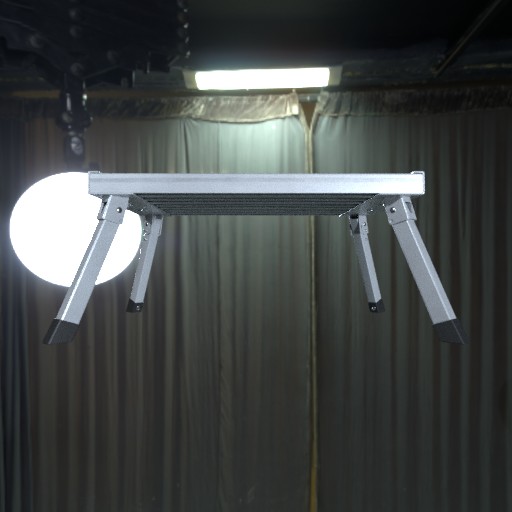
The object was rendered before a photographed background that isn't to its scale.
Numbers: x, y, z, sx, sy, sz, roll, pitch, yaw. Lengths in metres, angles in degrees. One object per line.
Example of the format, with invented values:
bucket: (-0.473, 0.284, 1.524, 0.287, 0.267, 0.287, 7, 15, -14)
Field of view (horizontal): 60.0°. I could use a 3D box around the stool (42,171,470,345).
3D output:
stool: (0.000, 0.000, 0.736, 0.535, 0.225, 0.385, 0, -1, 0)
